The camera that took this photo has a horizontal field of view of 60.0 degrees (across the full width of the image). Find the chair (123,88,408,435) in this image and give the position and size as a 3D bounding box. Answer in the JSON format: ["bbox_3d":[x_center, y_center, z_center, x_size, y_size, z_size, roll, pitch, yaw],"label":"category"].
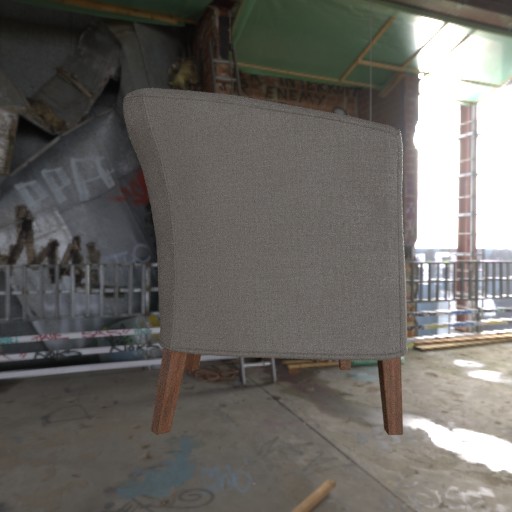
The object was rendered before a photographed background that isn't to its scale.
[{"bbox_3d":[0.000,0.000,1.229,0.668,0.771,0.600,0,1,0],"label":"chair"}]
